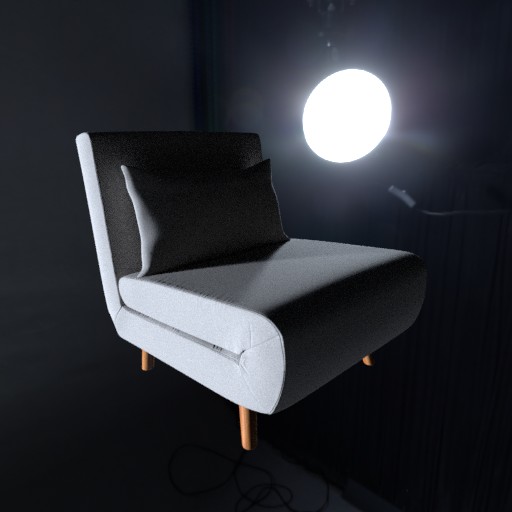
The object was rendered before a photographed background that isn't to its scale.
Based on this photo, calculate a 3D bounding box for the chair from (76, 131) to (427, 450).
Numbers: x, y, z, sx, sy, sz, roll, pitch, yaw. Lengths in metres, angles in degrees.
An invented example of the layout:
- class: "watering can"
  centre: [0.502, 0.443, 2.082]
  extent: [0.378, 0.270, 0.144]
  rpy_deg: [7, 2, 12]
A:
- class: "chair"
  centre: [0.000, 0.000, 1.478]
  extent: [0.902, 0.808, 0.770]
  rpy_deg: [14, 21, 42]
